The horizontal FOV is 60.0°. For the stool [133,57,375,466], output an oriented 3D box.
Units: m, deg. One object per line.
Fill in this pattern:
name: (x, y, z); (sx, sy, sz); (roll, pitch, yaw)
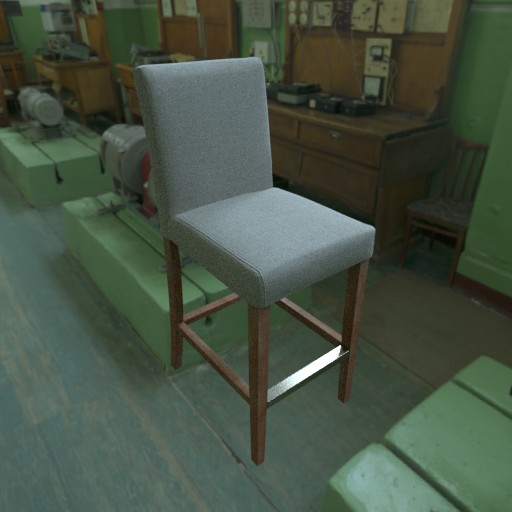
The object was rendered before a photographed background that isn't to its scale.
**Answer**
stool: (0.000, 0.000, 1.388); (0.439, 1.088, 0.570); (-21, 36, -33)
